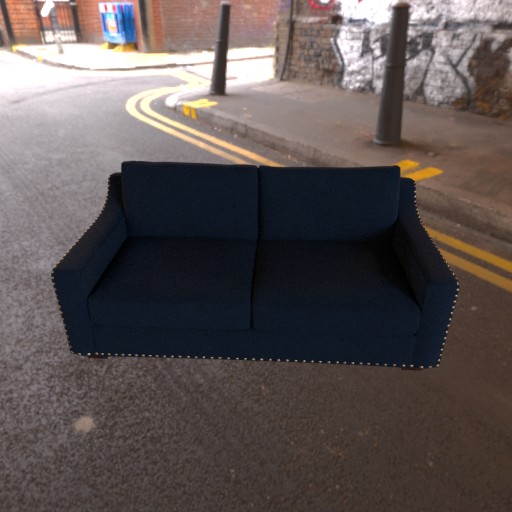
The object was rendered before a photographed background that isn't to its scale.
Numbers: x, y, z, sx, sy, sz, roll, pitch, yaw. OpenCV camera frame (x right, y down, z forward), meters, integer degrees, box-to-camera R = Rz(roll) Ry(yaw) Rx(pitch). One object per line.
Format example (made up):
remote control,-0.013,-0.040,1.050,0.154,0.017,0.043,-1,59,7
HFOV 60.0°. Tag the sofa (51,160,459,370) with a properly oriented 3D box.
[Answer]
sofa,0.000,0.000,2.771,2.107,0.983,1.104,2,30,3
